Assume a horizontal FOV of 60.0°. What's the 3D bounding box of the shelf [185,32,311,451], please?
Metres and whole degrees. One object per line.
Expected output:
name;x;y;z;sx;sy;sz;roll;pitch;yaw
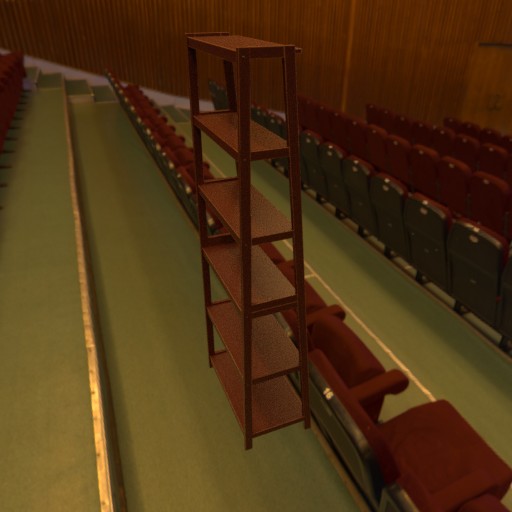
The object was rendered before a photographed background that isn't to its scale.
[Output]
shelf;0.000;0.000;2.136;0.381;1.892;0.660;-11;32;-19
